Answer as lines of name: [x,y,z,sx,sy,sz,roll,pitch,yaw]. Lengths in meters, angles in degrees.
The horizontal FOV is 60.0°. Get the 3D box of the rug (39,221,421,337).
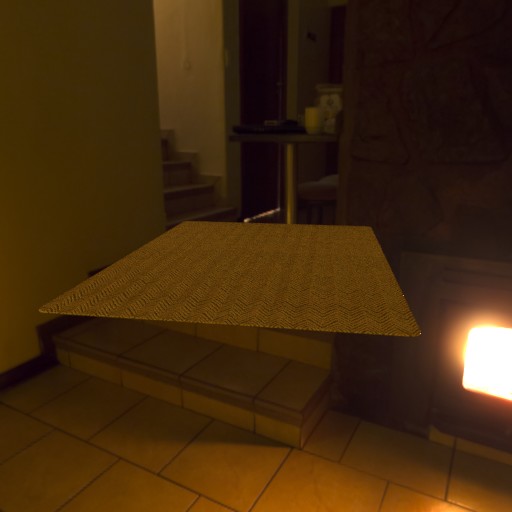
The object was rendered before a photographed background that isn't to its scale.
rug: [0.000,0.000,4.252,2.439,0.014,3.207,2,15,9]
